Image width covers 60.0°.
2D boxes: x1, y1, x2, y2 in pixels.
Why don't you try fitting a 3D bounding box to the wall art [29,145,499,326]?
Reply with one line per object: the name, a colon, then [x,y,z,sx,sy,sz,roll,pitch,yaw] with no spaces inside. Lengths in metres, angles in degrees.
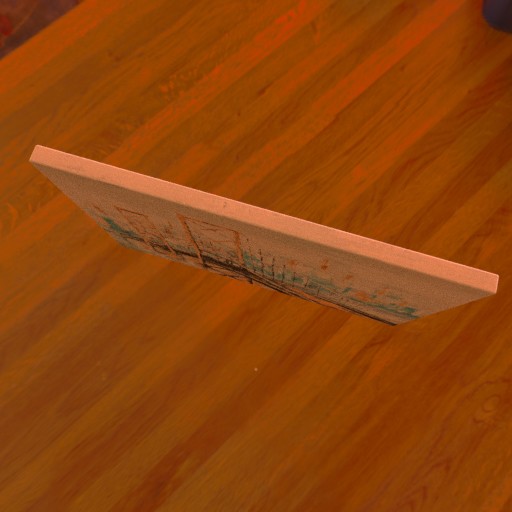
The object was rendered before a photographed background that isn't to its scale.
wall art: [0.000,0.000,1.128,0.913,0.609,0.038,16,76,4]
